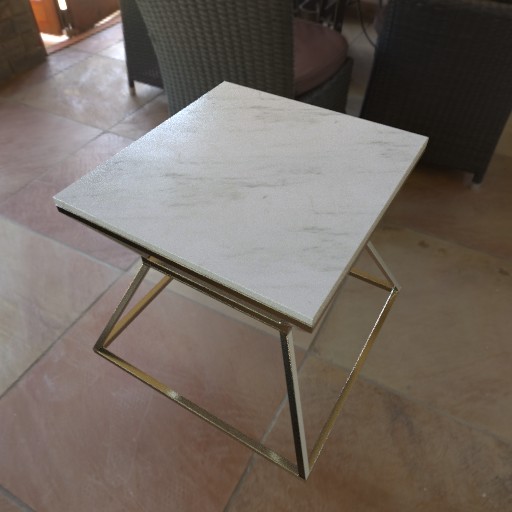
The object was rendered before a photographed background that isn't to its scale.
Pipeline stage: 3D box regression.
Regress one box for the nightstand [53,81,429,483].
[{"bbox_3d":[0.000,0.000,0.874,0.514,0.426,0.513,23,50,21],"label":"nightstand"}]
